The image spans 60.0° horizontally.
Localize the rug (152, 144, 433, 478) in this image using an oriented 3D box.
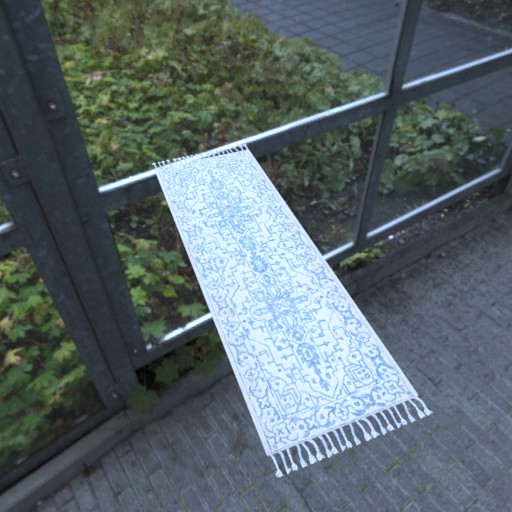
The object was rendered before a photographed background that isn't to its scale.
[{"bbox_3d":[0.000,0.000,2.704,0.774,0.011,2.449,-15,47,-15],"label":"rug"}]
